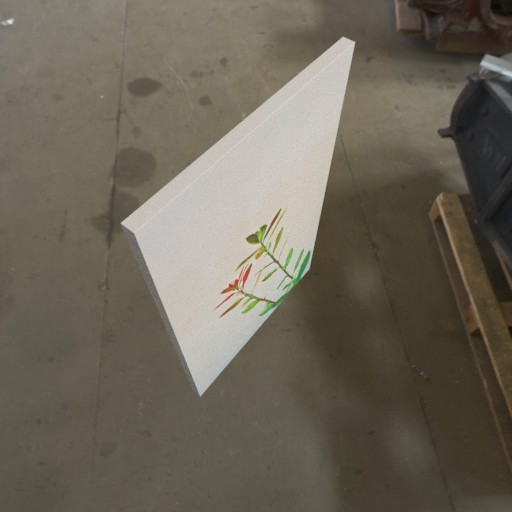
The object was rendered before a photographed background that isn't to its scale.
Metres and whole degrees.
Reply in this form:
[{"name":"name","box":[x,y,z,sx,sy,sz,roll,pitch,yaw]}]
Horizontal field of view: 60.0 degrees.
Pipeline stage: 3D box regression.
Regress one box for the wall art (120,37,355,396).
[{"name":"wall art","box":[0.000,0.000,1.463,0.038,1.143,0.764,34,64,19]}]
